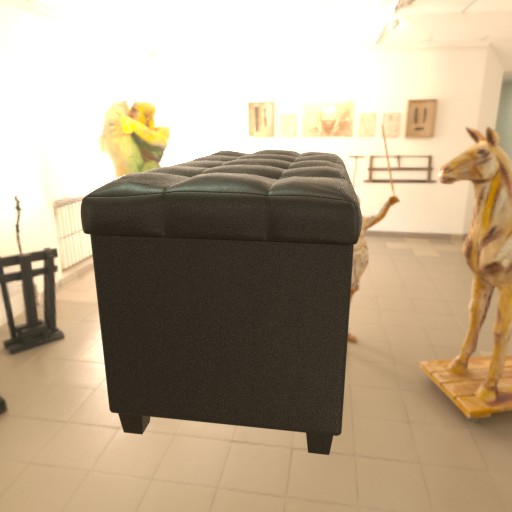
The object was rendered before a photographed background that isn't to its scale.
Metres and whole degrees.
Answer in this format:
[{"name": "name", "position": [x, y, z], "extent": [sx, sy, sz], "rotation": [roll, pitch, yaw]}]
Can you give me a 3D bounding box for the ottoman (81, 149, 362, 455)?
[{"name": "ottoman", "position": [0.000, 0.000, 1.085], "extent": [0.432, 0.470, 0.838], "rotation": [3, 17, 9]}]
